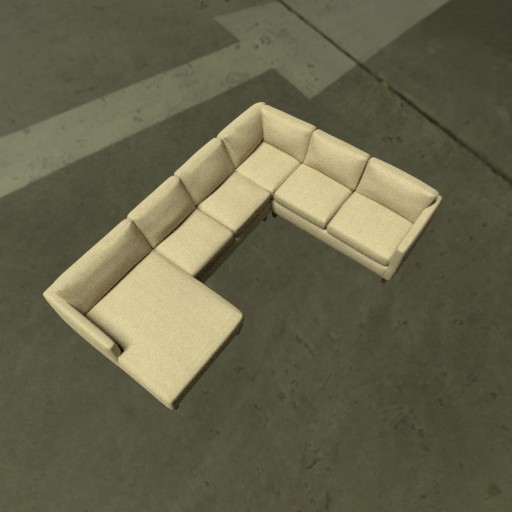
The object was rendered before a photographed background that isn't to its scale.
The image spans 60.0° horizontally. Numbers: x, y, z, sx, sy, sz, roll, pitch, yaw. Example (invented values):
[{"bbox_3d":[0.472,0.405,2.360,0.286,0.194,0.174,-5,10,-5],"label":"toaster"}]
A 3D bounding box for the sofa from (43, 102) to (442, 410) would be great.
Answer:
[{"bbox_3d":[0.000,0.000,4.753,2.593,0.959,3.460,33,64,18],"label":"sofa"}]
